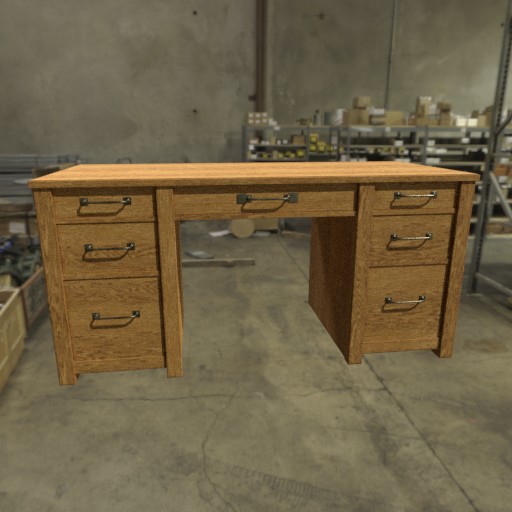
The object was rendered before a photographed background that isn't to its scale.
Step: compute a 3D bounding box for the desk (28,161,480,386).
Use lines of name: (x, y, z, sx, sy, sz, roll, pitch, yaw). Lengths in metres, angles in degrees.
desk: (0.000, 0.000, 1.938, 1.567, 0.751, 0.685, -2, 16, -8)
